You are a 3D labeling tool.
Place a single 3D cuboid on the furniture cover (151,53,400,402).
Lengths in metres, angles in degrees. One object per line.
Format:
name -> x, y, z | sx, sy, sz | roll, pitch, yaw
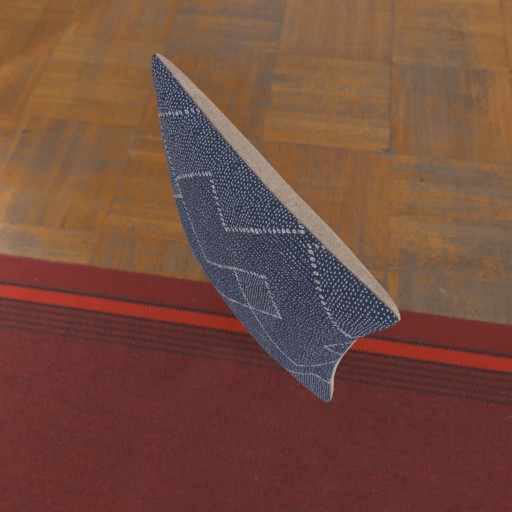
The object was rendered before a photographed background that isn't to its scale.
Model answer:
furniture cover -> 0.000, 0.000, 0.775 | 0.162, 0.503, 0.511 | -33, 68, -15
